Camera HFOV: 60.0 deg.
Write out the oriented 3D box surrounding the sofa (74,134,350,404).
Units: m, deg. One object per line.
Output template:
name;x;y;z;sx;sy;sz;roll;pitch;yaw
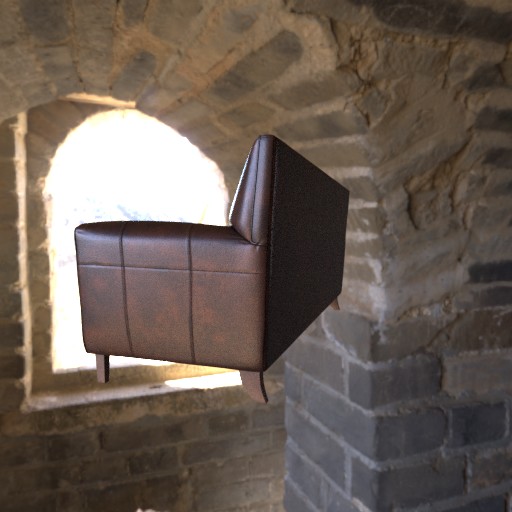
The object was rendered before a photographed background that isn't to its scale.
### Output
sofa;0.000;0.000;2.428;0.786;0.871;1.995;1;4;18
